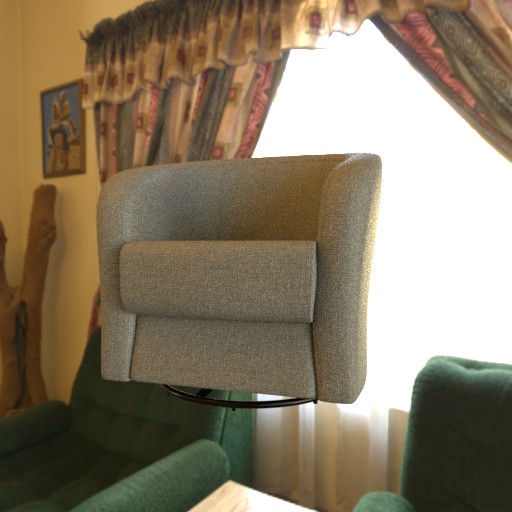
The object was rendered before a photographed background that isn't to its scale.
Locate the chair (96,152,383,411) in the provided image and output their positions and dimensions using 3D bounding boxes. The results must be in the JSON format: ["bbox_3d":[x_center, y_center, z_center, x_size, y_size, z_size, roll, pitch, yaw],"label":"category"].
[{"bbox_3d":[0.000,0.000,1.442,0.791,0.771,0.815,0,2,17],"label":"chair"}]
